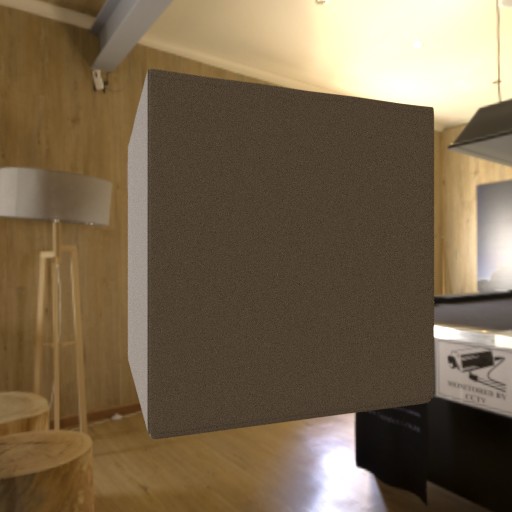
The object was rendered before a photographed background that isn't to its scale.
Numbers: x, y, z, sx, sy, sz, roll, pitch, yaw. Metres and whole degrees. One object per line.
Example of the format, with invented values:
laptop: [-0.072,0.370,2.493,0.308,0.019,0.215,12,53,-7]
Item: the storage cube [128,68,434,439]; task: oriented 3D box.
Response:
storage cube: [0.000,0.000,0.499,0.270,0.280,0.270,0,0,-19]
